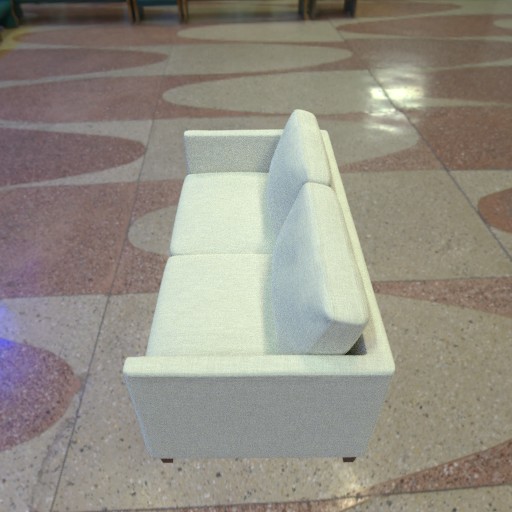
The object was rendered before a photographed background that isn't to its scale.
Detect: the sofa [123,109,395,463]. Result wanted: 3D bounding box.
[{"bbox_3d":[0.000,0.000,2.339,0.950,0.963,1.838,0,41,0],"label":"sofa"}]
